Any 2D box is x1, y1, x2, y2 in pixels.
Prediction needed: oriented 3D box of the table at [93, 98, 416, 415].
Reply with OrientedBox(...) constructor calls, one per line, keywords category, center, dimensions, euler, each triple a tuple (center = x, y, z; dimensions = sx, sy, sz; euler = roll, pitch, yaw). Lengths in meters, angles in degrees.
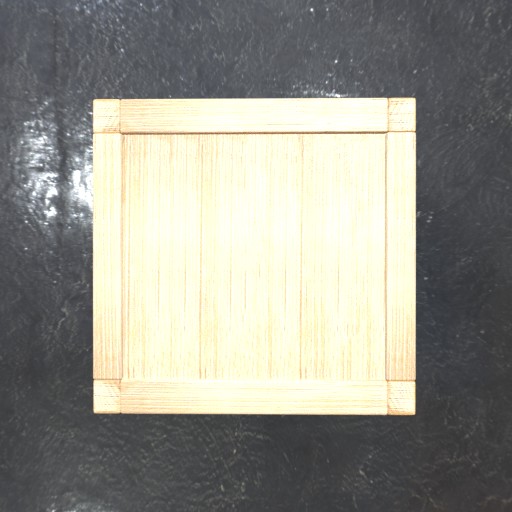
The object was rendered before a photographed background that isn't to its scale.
OrientedBox(category="table", center=(0.000, 0.000, 1.069), dimensions=(0.559, 0.610, 0.558), euler=(0, 90, 1))
